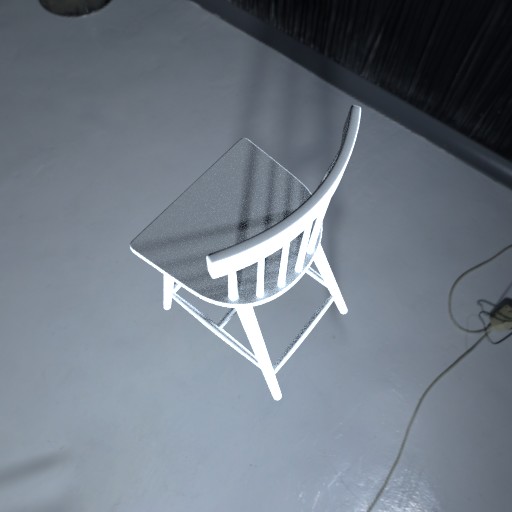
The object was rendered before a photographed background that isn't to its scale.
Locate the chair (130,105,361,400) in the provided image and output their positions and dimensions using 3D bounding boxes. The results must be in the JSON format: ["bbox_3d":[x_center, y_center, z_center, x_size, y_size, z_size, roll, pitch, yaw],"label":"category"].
[{"bbox_3d":[0.000,0.000,1.311,0.572,0.952,0.483,37,70,16],"label":"chair"}]
